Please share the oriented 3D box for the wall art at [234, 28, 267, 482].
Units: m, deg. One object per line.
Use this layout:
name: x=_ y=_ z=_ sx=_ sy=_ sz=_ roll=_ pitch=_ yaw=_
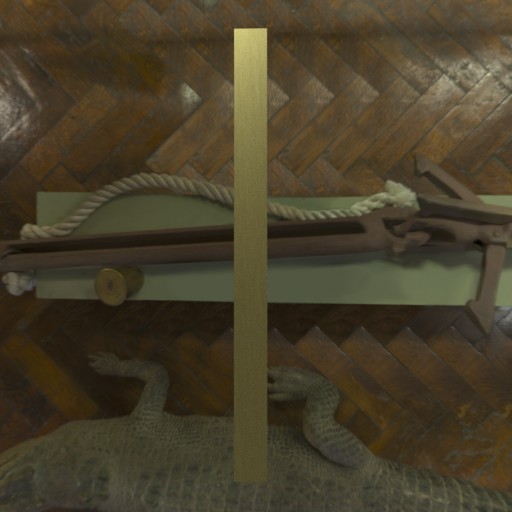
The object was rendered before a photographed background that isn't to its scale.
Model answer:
wall art: x=0.000 y=0.000 z=0.753 sx=0.037 sy=0.509 sz=0.510 roll=0 pitch=90 yaw=1
